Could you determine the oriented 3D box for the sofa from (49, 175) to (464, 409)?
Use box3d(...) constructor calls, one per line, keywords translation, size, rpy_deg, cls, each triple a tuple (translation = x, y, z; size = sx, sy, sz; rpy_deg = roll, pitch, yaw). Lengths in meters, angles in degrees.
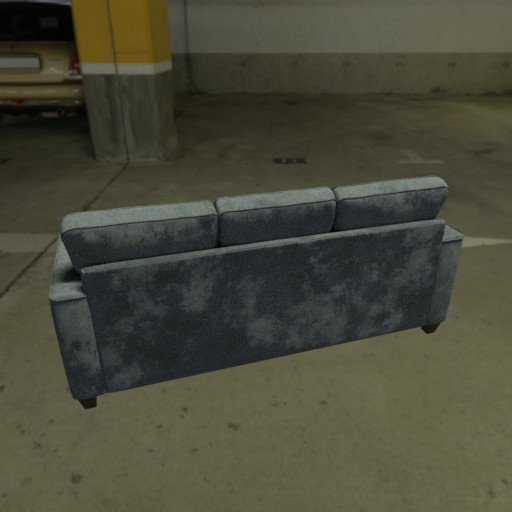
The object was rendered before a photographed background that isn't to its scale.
box3d(translation=(0.000, 0.000, 2.589), size=(2.133, 0.965, 0.939), rpy_deg=(-8, 28, -16), cls="sofa")
